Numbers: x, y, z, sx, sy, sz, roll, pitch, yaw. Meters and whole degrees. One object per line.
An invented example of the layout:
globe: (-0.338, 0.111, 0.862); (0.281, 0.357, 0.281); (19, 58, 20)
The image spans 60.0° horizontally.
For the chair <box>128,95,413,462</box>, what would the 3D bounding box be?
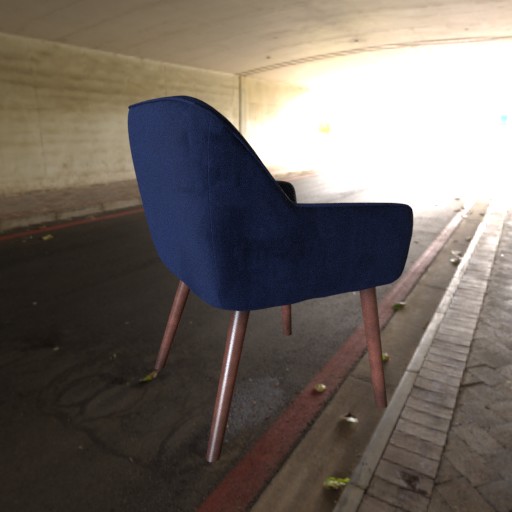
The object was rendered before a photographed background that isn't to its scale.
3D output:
chair: (0.000, 0.000, 1.254); (0.600, 0.820, 0.600); (-8, 18, -26)
